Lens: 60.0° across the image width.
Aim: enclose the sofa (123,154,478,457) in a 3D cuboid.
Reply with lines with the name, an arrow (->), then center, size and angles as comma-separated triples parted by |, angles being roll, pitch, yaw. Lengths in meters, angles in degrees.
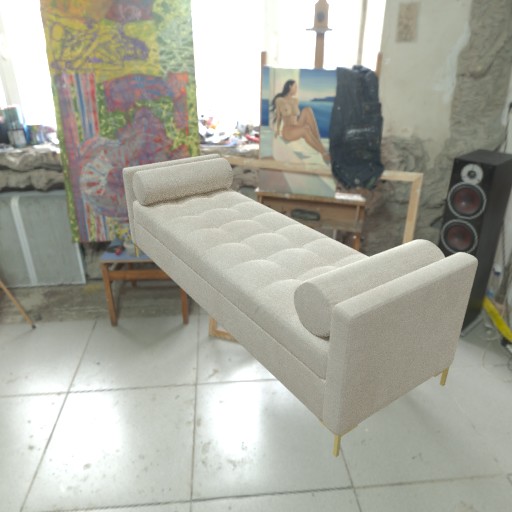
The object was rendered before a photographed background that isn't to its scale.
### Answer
sofa -> 0.000, 0.000, 2.352 | 0.686, 0.635, 1.981 | -17, 31, -30
